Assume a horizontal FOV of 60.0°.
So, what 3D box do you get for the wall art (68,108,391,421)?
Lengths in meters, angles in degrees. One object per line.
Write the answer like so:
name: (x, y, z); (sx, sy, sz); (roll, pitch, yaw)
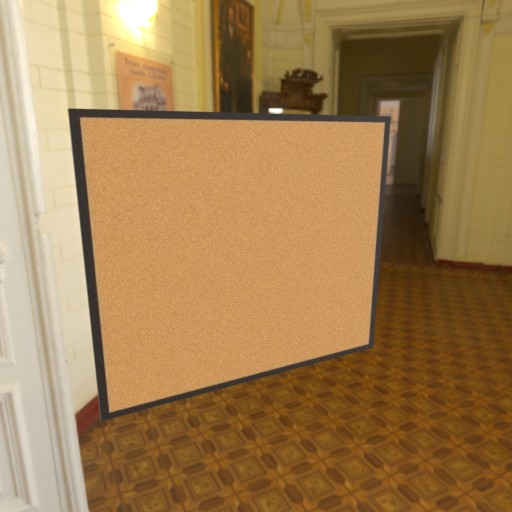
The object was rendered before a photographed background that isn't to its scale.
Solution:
wall art: (0.000, 0.000, 1.426); (1.033, 0.875, 0.023); (-8, 17, -26)
